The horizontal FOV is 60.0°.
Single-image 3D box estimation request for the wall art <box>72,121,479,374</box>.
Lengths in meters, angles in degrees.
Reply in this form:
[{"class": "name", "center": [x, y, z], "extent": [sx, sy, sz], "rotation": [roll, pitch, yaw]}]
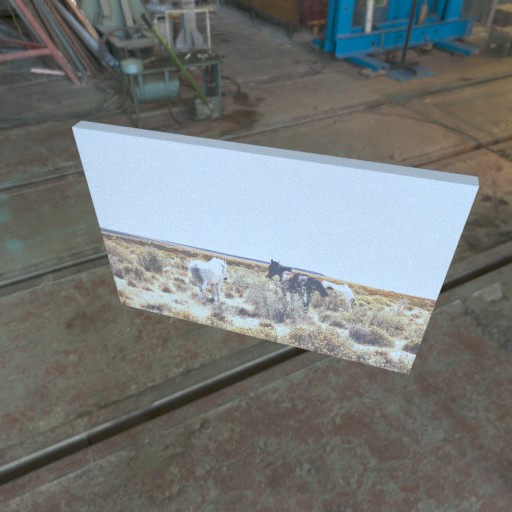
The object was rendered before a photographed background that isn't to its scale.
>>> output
[{"class": "wall art", "center": [0.000, 0.000, 1.457], "extent": [1.138, 0.761, 0.051], "rotation": [11, 41, 13]}]
